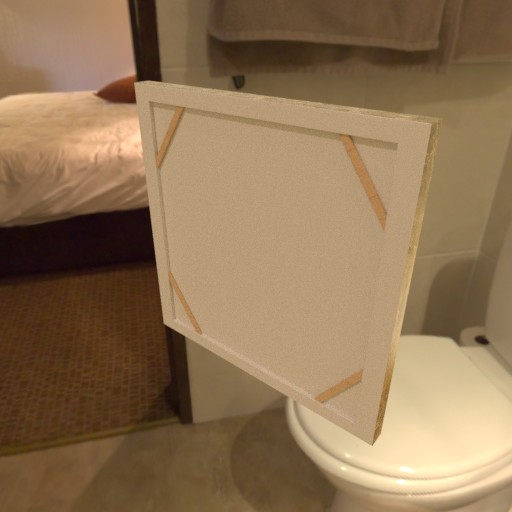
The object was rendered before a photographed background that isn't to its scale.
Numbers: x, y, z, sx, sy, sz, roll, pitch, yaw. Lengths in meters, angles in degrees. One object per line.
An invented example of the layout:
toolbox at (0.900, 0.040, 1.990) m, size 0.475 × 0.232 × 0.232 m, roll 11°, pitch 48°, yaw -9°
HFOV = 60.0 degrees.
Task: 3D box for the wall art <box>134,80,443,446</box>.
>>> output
wall art at (0.000, 0.000, 0.891) m, size 0.610 × 0.610 × 0.038 m, roll 21°, pitch 35°, yaw 34°
